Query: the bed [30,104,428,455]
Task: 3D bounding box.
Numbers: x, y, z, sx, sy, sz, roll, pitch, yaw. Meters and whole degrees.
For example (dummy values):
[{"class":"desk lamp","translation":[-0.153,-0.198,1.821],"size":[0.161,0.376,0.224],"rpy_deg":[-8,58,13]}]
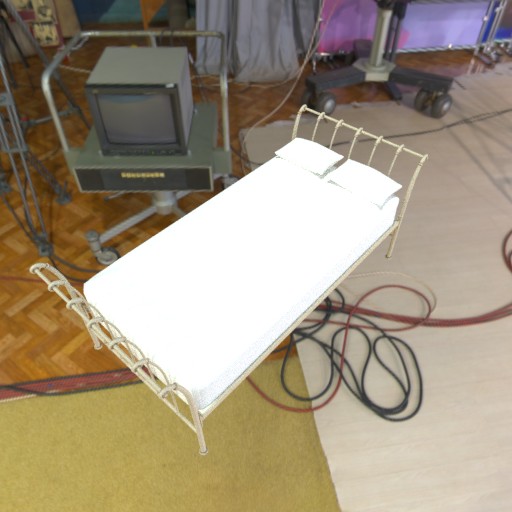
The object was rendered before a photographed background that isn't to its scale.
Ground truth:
[{"class":"bed","translation":[0.000,0.000,2.820],"size":[1.032,0.873,2.228],"rpy_deg":[33,54,27]}]
